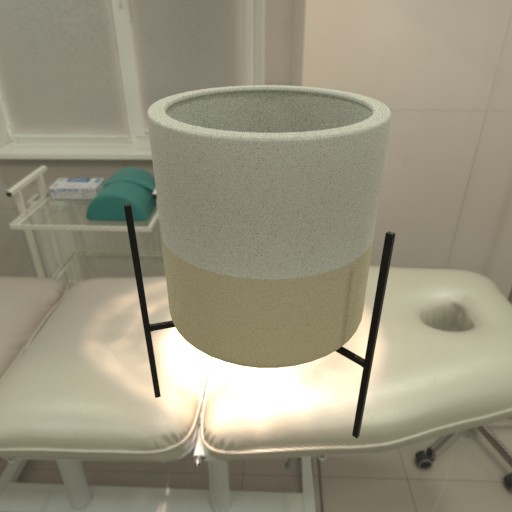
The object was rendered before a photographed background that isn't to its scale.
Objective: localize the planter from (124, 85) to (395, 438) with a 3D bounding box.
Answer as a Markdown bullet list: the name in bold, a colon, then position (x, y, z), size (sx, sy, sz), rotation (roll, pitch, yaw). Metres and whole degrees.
- **planter**: position (0.000, 0.000, 0.540), size (0.263, 0.362, 0.267), rotation (1, 30, 1)
